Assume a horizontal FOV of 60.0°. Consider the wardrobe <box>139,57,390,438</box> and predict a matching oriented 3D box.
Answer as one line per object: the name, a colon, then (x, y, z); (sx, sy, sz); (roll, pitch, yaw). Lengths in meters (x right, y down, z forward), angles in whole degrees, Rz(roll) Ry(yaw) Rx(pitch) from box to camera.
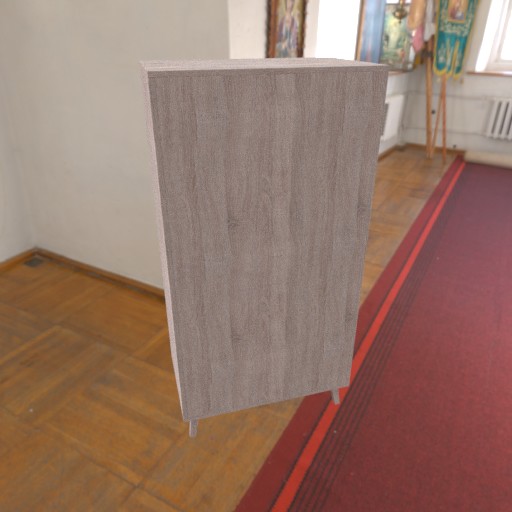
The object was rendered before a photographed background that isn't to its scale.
wardrobe: (0.000, 0.000, 2.446); (1.000, 1.960, 0.600); (-8, 28, -14)
